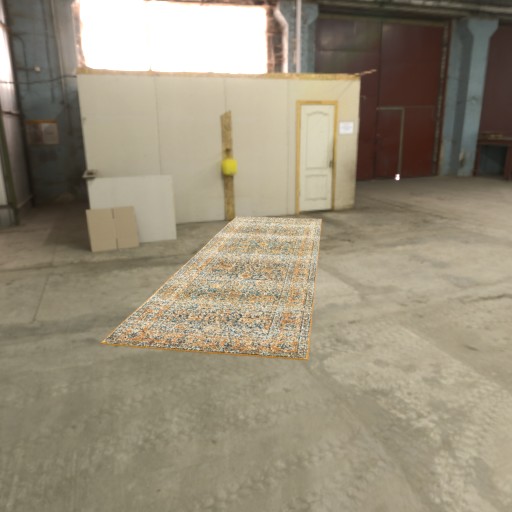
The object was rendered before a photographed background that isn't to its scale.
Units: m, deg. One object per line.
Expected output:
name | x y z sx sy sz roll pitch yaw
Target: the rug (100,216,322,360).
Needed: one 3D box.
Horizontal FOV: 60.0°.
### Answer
rug | 0.000 0.000 2.542 0.704 0.014 2.294 3 16 9
